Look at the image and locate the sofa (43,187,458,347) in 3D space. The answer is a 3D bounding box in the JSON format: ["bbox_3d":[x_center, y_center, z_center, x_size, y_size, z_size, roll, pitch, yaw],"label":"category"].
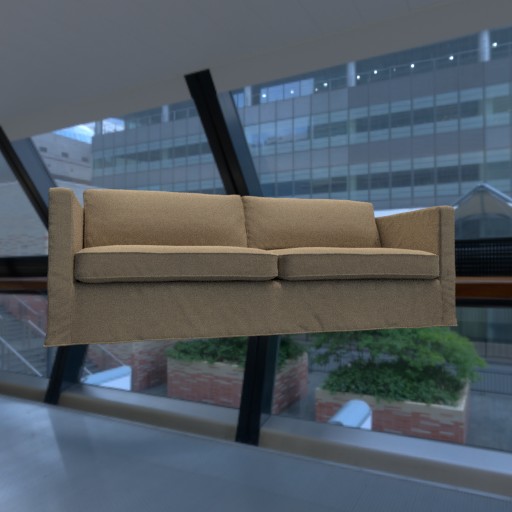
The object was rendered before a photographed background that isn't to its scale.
[{"bbox_3d":[0.000,0.000,2.783,2.312,0.853,0.962,0,-1,-17],"label":"sofa"}]
